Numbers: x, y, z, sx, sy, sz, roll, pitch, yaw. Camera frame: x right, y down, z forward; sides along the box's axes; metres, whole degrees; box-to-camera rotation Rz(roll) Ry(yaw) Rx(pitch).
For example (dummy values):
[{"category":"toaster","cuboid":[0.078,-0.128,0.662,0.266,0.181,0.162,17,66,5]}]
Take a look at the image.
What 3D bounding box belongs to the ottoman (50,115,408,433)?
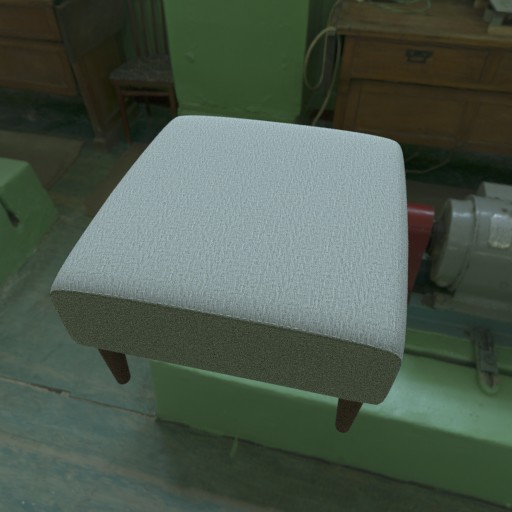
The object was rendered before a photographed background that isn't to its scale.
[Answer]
[{"category":"ottoman","cuboid":[0.000,0.000,1.061,0.649,0.398,0.650,9,46,9]}]
